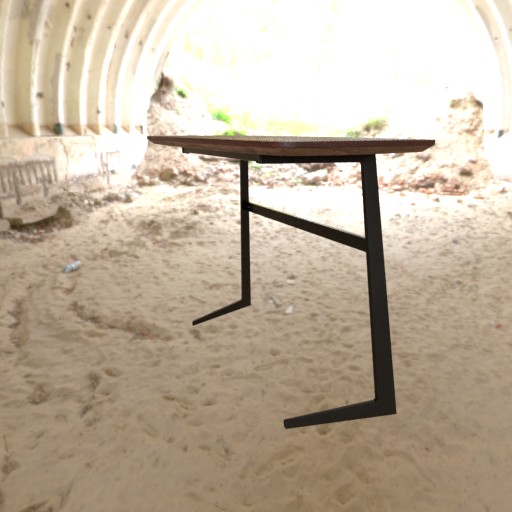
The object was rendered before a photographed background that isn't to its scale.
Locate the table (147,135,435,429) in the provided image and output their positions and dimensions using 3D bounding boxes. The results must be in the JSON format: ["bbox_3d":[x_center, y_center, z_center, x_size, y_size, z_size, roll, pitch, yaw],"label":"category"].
[{"bbox_3d":[0.000,0.000,1.112,0.361,0.576,0.804,-8,18,-26],"label":"table"}]
